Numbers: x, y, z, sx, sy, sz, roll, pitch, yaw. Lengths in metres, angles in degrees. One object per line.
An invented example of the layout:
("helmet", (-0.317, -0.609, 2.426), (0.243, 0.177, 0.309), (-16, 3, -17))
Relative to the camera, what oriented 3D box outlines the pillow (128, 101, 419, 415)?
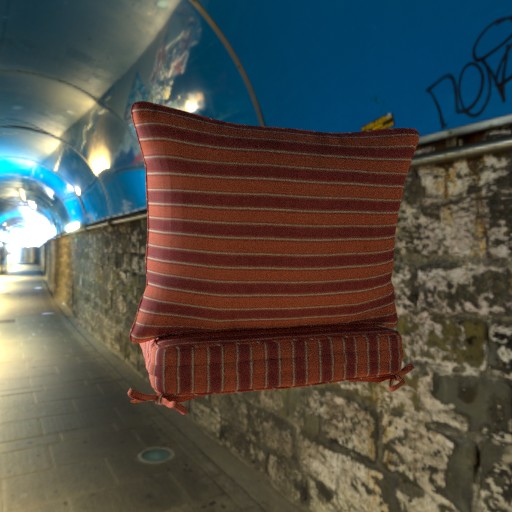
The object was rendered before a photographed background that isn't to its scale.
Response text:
("pillow", (0.000, 0.000, 1.407), (0.799, 0.723, 0.733), (0, 0, -18))
